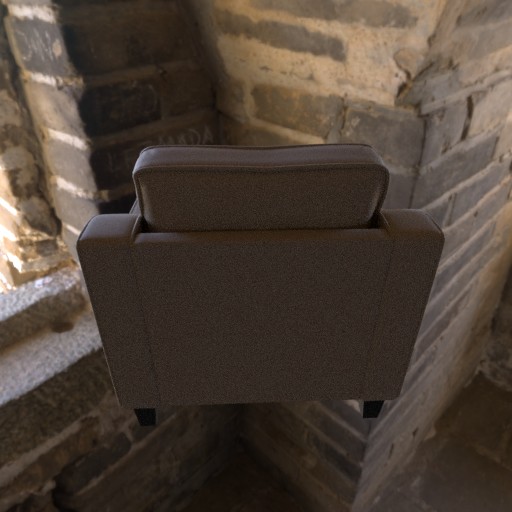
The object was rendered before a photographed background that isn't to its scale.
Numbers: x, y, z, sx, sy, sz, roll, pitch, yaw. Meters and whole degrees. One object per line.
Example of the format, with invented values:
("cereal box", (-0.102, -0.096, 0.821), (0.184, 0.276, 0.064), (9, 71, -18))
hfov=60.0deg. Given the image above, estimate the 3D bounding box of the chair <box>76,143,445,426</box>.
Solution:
("chair", (0.000, 0.000, 1.616), (0.922, 0.948, 0.882), (-1, 30, -2))
